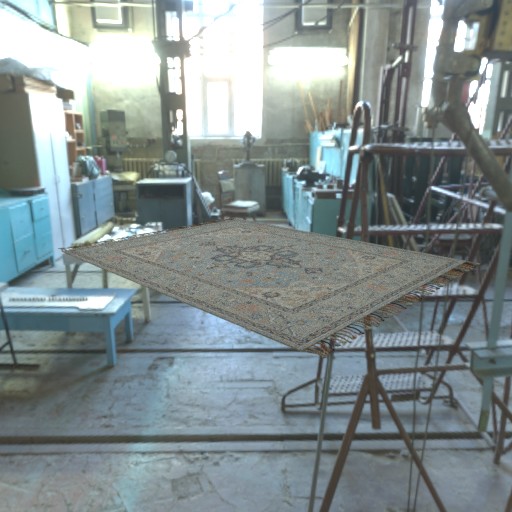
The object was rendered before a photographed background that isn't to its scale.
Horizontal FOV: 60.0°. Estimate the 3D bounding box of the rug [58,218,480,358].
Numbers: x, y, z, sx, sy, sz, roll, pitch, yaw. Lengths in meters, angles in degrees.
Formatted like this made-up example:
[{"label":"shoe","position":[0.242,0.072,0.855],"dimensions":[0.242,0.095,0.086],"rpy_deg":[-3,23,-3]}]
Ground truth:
[{"label":"rug","position":[0.000,0.000,4.132],"dimensions":[3.221,0.011,2.379],"rpy_deg":[14,21,42]}]
